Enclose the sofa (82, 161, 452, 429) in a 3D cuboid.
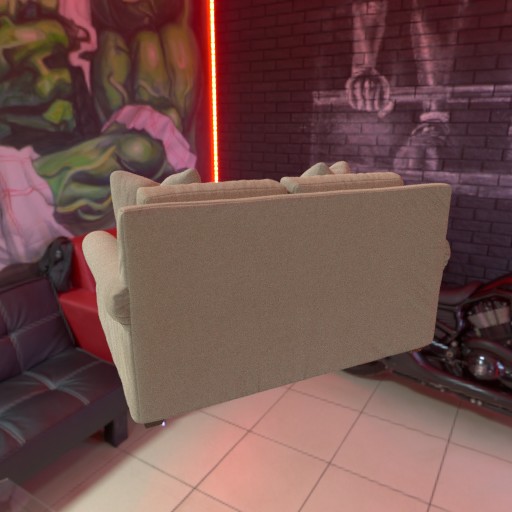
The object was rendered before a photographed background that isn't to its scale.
[{"bbox_3d":[0.000,0.000,2.194,1.550,0.905,1.070,-8,18,-25],"label":"sofa"}]
